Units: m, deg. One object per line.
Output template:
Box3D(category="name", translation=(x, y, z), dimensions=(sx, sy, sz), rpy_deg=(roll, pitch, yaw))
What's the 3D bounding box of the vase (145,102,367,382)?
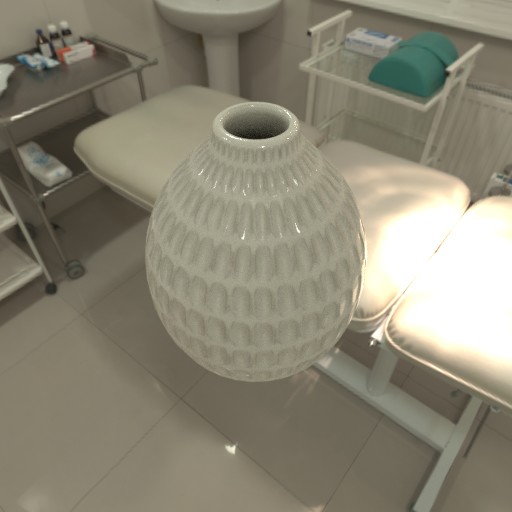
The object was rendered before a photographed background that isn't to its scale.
Box3D(category="vase", translation=(0.000, 0.000, 0.332), dimensions=(0.162, 0.223, 0.162), rpy_deg=(0, 46, 0))
